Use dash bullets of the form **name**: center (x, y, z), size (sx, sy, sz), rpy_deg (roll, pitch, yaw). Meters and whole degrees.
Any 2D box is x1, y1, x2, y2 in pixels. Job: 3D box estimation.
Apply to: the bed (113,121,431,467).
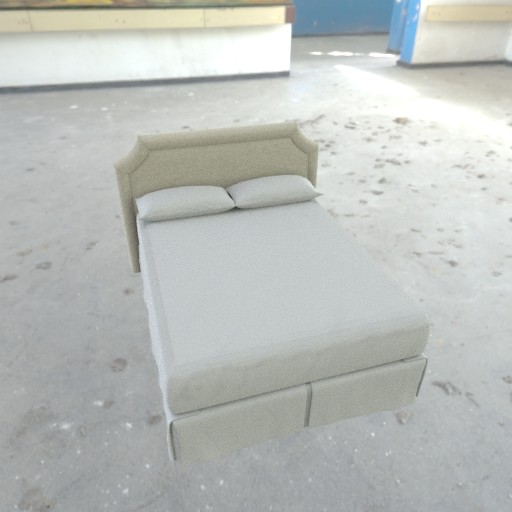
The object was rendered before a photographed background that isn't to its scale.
- **bed**: center (0.000, 0.000, 3.247), size (1.828, 1.297, 2.164), rpy_deg (-9, 34, -14)
